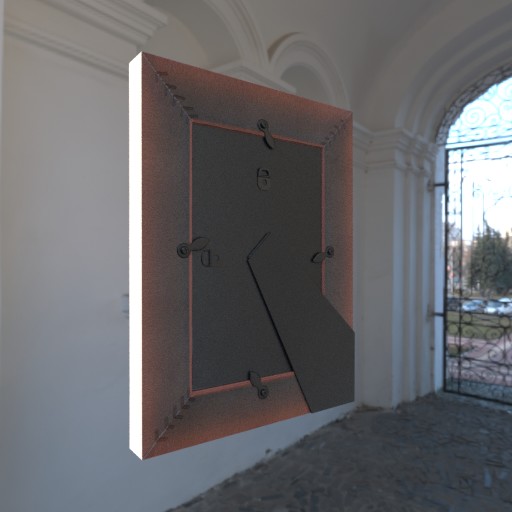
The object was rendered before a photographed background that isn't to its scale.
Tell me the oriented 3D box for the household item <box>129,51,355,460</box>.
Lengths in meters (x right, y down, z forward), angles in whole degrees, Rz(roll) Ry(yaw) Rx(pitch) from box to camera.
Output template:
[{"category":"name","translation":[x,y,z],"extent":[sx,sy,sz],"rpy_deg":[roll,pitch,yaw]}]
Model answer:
[{"category":"household item","translation":[0.000,0.000,0.291],"extent":[0.165,0.216,0.025],"rpy_deg":[0,0,-36]}]
